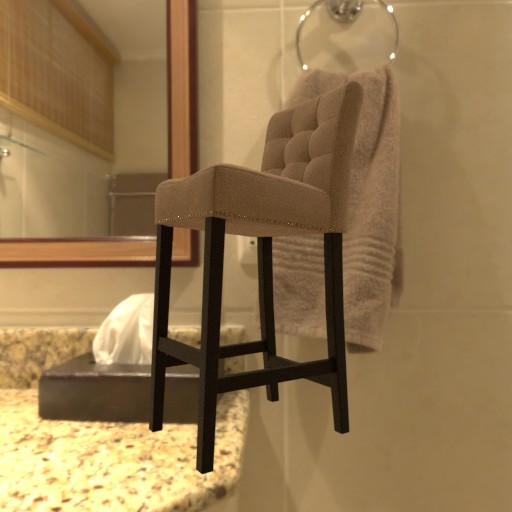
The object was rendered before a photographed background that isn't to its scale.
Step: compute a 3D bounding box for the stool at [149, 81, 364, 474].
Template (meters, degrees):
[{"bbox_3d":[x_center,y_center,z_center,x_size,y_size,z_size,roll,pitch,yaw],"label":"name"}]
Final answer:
[{"bbox_3d":[0.000,0.000,1.349,0.548,1.047,0.411,0,0,-35],"label":"stool"}]
